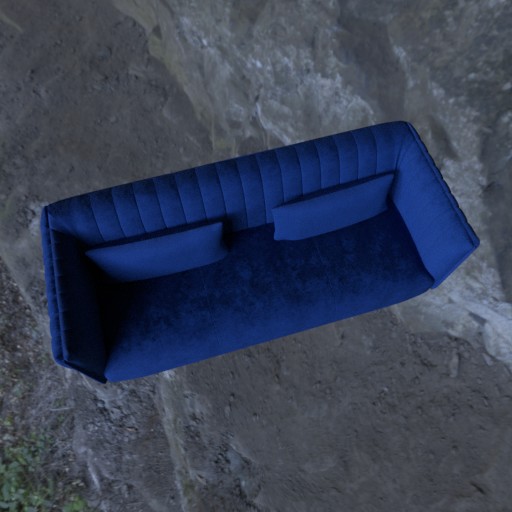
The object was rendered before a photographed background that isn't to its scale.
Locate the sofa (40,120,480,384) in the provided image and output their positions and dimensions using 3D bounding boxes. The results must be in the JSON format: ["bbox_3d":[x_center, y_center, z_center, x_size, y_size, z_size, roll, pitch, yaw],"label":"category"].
[{"bbox_3d":[0.000,0.000,2.538,2.136,0.793,0.896,-15,66,-7],"label":"sofa"}]
